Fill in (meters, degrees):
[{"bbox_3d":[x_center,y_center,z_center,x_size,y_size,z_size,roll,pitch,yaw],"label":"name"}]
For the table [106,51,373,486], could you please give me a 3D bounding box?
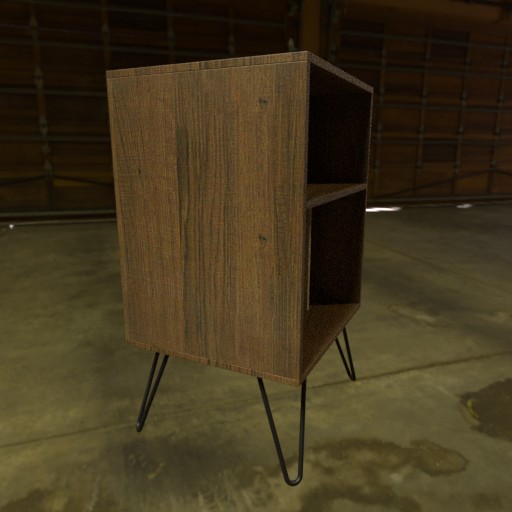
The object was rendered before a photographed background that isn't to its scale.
[{"bbox_3d":[0.000,0.000,1.165,0.457,0.866,0.526,7,15,25],"label":"table"}]
